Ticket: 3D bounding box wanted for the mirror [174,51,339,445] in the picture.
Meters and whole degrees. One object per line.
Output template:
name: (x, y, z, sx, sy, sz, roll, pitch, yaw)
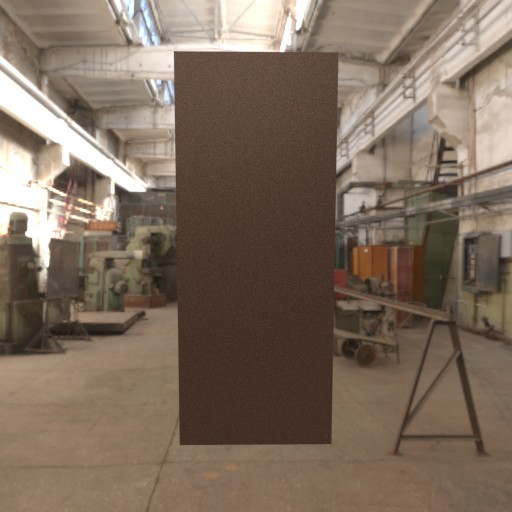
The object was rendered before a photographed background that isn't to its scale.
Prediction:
mirror: (0.000, 0.000, 2.295, 0.812, 2.020, 0.221, 0, 0, -1)
